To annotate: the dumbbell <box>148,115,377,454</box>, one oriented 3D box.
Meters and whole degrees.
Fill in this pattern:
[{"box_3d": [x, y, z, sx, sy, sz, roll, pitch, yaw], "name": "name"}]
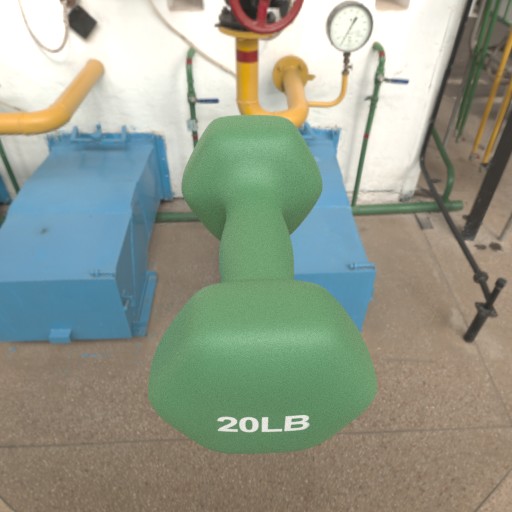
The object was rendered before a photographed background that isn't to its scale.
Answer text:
[{"box_3d": [0.000, 0.000, 0.319, 0.126, 0.114, 0.257, -1, 42, -1], "name": "dumbbell"}]
